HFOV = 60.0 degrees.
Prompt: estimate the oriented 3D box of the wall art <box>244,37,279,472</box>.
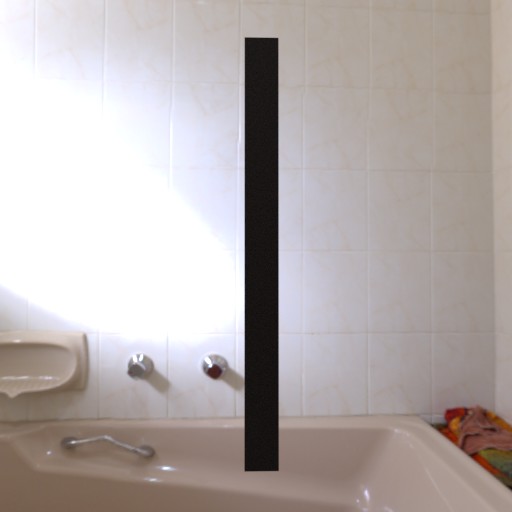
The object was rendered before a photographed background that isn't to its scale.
[{"bbox_3d":[0.000,0.000,0.774,0.040,0.509,0.509,0,-1,-1],"label":"wall art"}]
